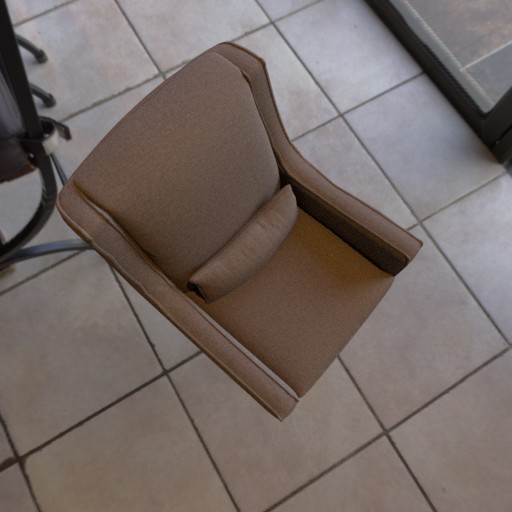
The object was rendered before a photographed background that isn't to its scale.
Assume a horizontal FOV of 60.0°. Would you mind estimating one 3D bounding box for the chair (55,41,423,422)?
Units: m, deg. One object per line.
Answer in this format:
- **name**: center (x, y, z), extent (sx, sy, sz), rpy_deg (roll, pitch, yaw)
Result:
- **chair**: center (0.000, 0.000, 1.558), extent (0.879, 0.993, 0.732), rpy_deg (40, 78, 10)
